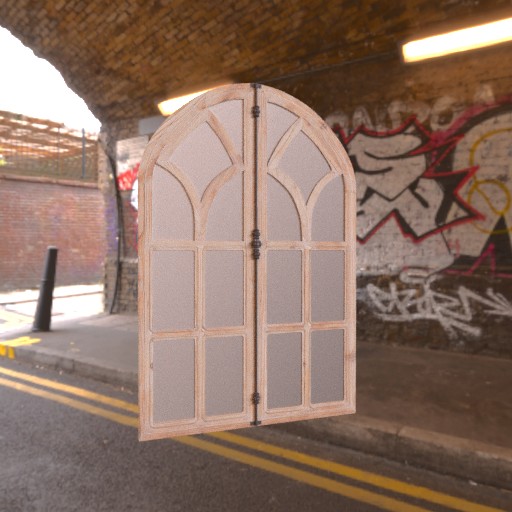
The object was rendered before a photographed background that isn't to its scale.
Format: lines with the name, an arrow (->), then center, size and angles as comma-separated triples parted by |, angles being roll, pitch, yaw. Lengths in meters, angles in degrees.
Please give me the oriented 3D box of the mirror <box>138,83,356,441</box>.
mirror -> 0.000, 0.000, 1.184 | 0.609, 0.915, 0.032 | 0, 1, -18
